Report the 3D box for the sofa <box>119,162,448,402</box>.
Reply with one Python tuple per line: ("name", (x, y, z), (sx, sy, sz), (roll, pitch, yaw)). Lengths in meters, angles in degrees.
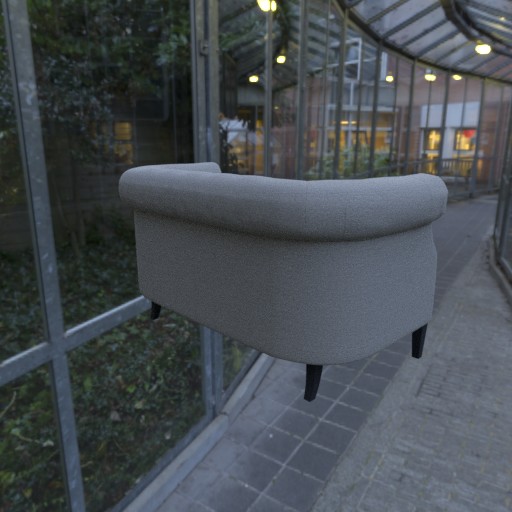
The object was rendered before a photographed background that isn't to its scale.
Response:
("sofa", (0.000, 0.000, 2.126), (0.835, 0.827, 1.558), (-14, 20, -42))
